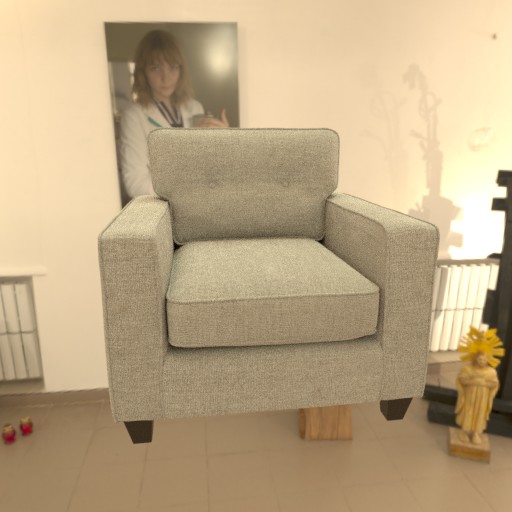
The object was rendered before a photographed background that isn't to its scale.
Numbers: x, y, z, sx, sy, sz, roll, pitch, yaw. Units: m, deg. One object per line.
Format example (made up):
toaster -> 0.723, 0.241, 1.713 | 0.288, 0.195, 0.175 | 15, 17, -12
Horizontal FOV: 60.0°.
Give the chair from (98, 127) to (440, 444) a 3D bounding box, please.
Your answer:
chair -> 0.000, 0.000, 1.703 | 1.015, 0.965, 0.939 | -2, 15, -8
